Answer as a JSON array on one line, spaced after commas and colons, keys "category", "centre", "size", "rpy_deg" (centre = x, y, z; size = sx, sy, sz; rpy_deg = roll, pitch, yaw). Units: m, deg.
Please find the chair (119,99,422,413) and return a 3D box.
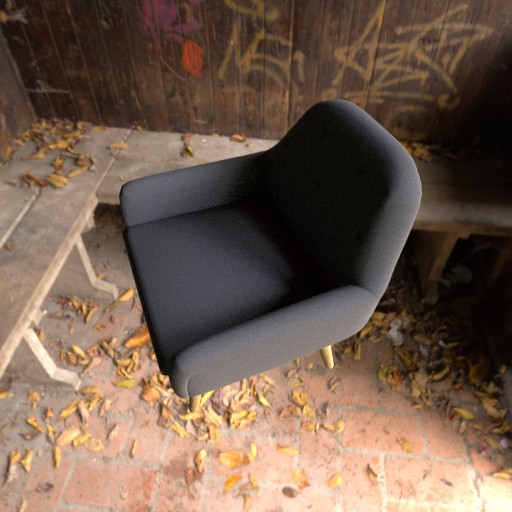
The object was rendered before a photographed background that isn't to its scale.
[{"category": "chair", "centre": [0.000, 0.000, 1.448], "size": [0.779, 0.800, 0.770], "rpy_deg": [-16, 49, -15]}]
